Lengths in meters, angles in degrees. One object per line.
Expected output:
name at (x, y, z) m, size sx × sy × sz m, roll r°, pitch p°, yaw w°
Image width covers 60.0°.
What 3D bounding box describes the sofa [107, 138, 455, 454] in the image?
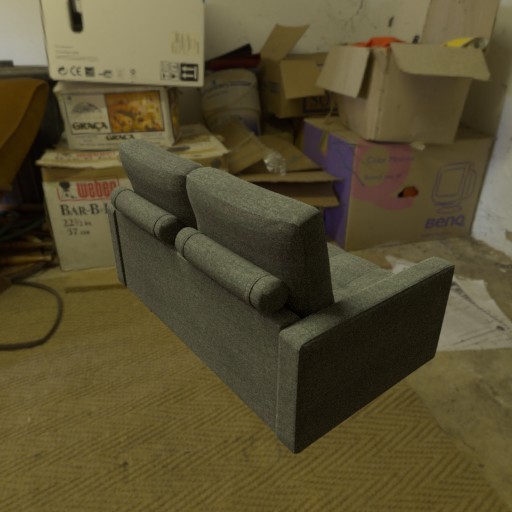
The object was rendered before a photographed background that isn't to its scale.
sofa at (0.000, 0.000, 1.948) m, size 0.842 × 0.907 × 1.407 m, roll -19°, pitch 33°, yaw -33°
